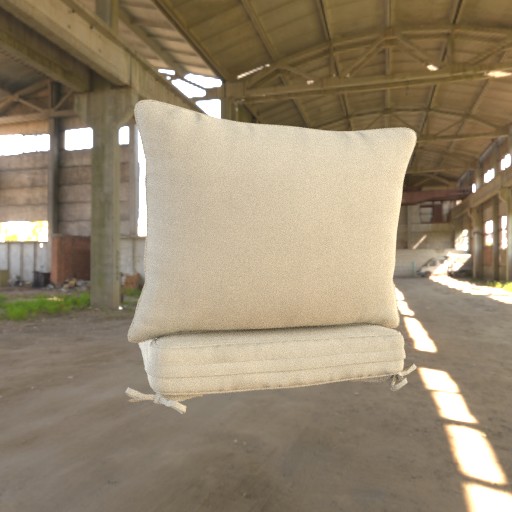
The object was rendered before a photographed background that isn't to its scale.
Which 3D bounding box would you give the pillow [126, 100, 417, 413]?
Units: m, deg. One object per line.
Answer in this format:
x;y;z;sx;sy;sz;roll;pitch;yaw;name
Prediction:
0.000;0.000;1.395;0.798;0.716;0.733;0;0;-18;pillow
